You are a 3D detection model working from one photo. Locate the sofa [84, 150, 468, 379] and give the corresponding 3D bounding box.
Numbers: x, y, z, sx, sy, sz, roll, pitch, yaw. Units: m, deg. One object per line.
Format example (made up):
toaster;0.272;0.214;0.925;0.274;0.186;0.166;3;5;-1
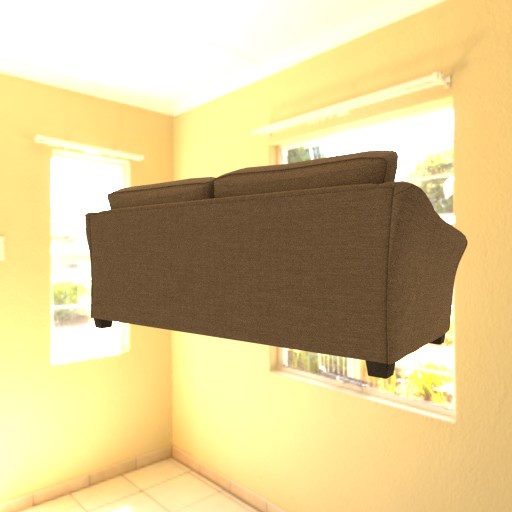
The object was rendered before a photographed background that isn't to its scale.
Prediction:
sofa;0.000;0.000;2.730;2.270;0.965;0.980;0;0;37
